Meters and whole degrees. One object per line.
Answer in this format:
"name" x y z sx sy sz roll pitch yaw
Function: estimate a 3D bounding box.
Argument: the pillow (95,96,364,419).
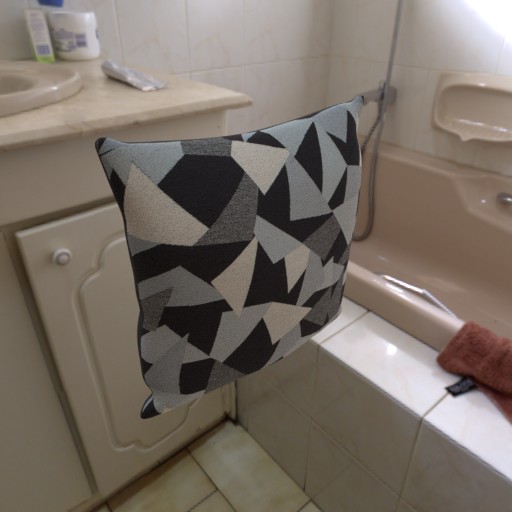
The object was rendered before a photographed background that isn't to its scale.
"pillow" 0.000 0.000 0.781 0.503 0.496 0.208 -22 37 -31
